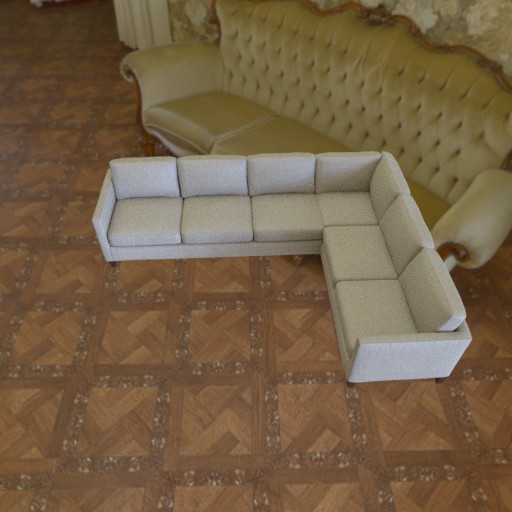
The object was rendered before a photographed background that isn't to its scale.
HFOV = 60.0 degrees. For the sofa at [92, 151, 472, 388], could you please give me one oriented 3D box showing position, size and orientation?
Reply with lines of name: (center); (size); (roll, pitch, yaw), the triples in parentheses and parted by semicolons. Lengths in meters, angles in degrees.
sofa: (0.000, 0.000, 4.450); (3.333, 0.934, 2.522); (-2, 46, -2)
